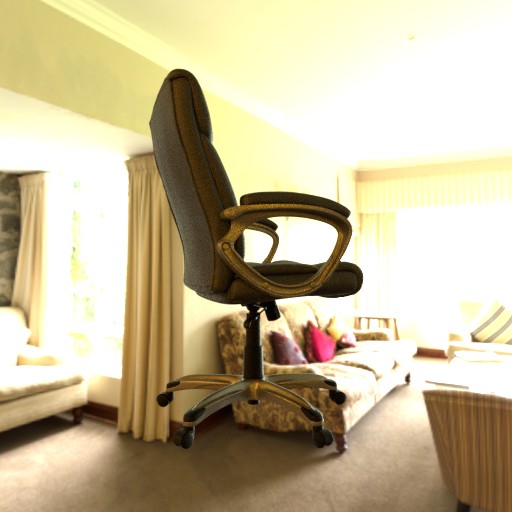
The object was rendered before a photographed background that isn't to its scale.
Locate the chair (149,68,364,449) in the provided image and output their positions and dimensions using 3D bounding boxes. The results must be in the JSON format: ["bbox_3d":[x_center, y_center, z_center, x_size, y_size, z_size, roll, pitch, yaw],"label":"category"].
[{"bbox_3d":[0.000,0.000,1.596,0.719,1.130,0.721,0,-1,-18],"label":"chair"}]
